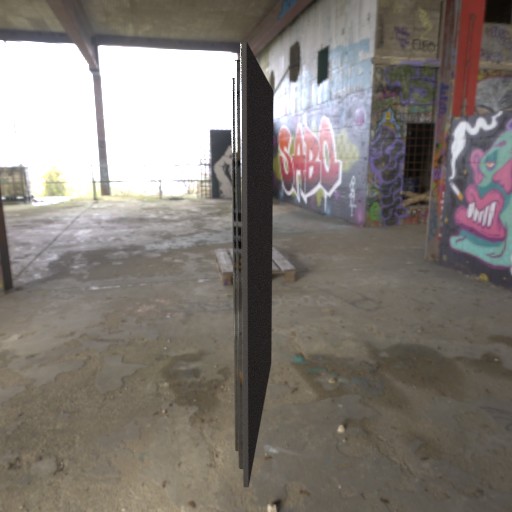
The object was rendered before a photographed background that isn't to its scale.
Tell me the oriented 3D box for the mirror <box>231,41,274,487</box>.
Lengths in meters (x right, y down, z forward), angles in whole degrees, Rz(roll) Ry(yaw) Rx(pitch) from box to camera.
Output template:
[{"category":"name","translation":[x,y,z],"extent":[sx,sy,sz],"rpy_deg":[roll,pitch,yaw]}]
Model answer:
[{"category":"mirror","translation":[0.000,0.000,1.181],"extent":[0.039,0.914,0.613],"rpy_deg":[1,13,7]}]
